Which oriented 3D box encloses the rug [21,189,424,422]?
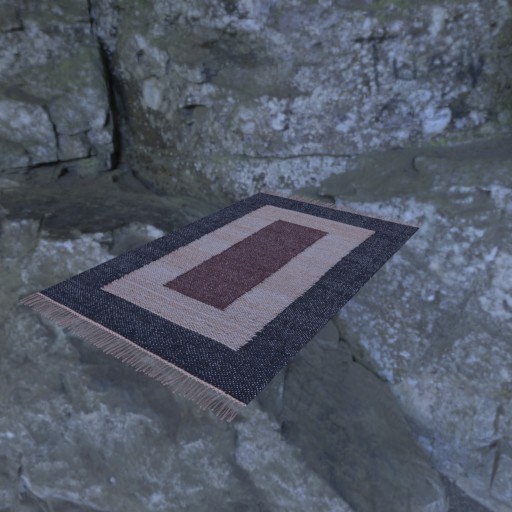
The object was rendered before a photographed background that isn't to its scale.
[{"bbox_3d":[0.000,0.000,2.428,1.224,0.027,2.021,18,31,31],"label":"rug"}]
